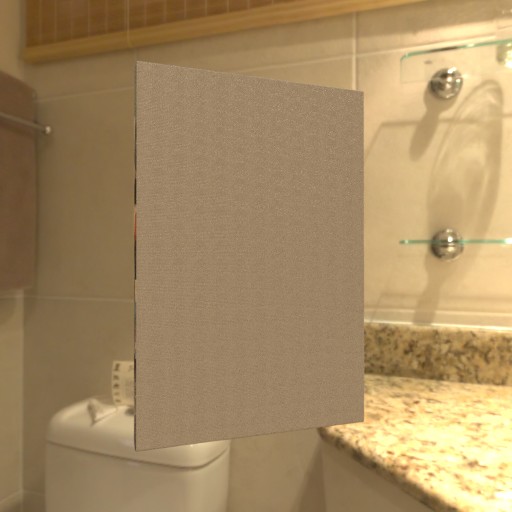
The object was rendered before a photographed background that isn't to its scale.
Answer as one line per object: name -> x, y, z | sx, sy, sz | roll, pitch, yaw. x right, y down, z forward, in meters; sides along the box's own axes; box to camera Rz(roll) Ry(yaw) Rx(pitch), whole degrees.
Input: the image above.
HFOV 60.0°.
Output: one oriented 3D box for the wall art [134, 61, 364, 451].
wall art -> 0.000, 0.000, 1.153 | 0.609, 0.911, 0.061 | 0, 0, -18
